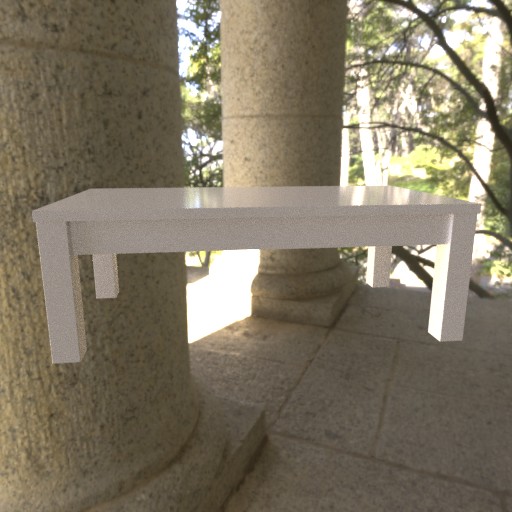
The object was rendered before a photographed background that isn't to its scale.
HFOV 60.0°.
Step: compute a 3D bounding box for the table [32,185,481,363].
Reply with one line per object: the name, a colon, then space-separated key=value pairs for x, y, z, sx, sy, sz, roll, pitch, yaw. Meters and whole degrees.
table: x=0.000 y=0.000 z=1.712 sx=1.350 sy=0.470 sz=0.700 roll=-2 pitch=14 yaw=-7
